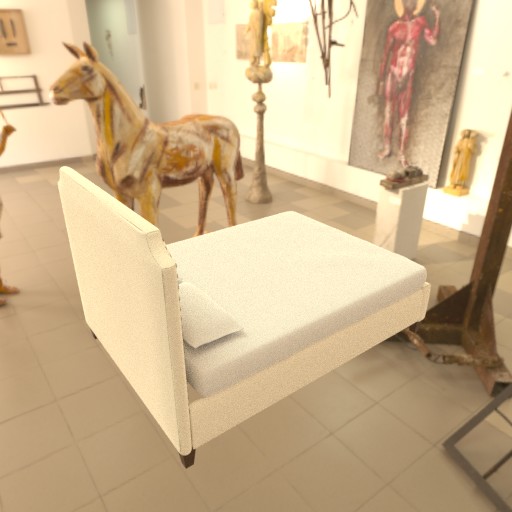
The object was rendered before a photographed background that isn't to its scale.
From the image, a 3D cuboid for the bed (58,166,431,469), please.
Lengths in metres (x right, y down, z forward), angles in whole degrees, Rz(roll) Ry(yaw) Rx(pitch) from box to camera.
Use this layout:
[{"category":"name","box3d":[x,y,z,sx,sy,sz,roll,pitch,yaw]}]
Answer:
[{"category":"bed","box3d":[0.000,0.000,3.480,2.372,1.497,1.712,-18,32,-33]}]
